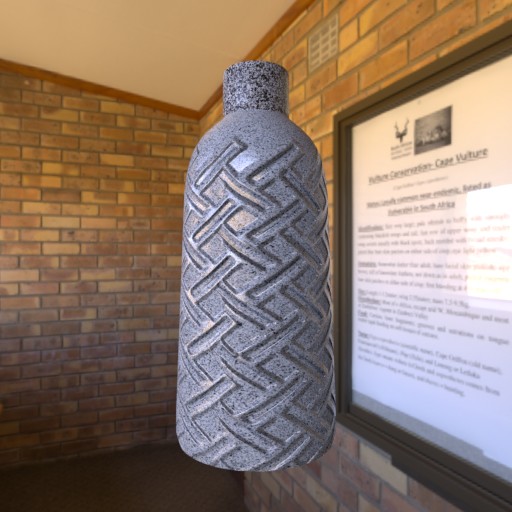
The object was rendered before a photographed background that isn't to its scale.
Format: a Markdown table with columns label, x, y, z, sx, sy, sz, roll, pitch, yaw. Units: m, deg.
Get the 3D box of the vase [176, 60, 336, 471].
| label | x | y | z | sx | sy | sz | roll | pitch | yaw |
| --- | --- | --- | --- | --- | --- | --- | --- | --- | --- |
| vase | 0.000 | 0.000 | 0.344 | 0.122 | 0.282 | 0.122 | 0 | 0 | 0 |
